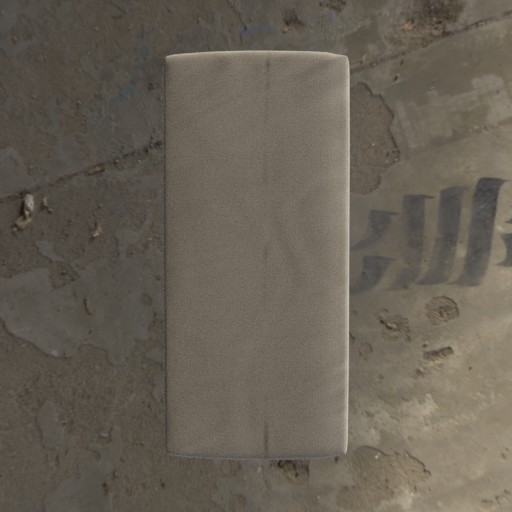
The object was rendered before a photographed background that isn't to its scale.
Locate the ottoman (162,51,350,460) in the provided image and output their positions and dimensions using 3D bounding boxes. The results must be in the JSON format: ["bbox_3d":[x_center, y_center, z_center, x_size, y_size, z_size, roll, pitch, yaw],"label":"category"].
[{"bbox_3d":[0.000,0.000,1.677,0.665,0.457,1.388,0,91,1],"label":"ottoman"}]
